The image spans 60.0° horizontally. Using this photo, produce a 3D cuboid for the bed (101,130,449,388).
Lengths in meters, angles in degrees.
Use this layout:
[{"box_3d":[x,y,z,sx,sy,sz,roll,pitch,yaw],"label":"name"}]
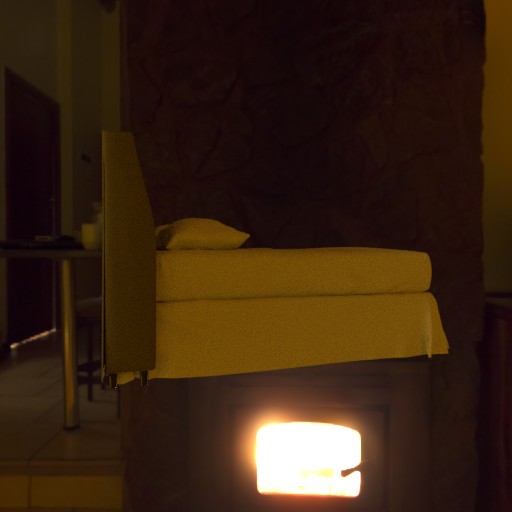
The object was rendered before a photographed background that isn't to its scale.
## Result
[{"box_3d":[0.000,0.000,3.465,2.276,1.332,1.925,0,1,-19],"label":"bed"}]
